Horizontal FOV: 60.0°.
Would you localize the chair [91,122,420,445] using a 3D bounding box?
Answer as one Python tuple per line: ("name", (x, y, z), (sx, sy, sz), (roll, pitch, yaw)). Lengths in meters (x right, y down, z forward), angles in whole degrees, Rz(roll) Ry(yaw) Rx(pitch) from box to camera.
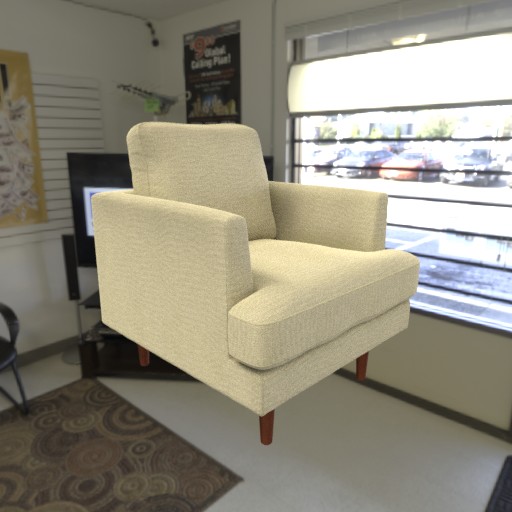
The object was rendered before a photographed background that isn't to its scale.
("chair", (0.000, 0.000, 1.630), (0.899, 0.957, 0.858), (14, 20, 43))
